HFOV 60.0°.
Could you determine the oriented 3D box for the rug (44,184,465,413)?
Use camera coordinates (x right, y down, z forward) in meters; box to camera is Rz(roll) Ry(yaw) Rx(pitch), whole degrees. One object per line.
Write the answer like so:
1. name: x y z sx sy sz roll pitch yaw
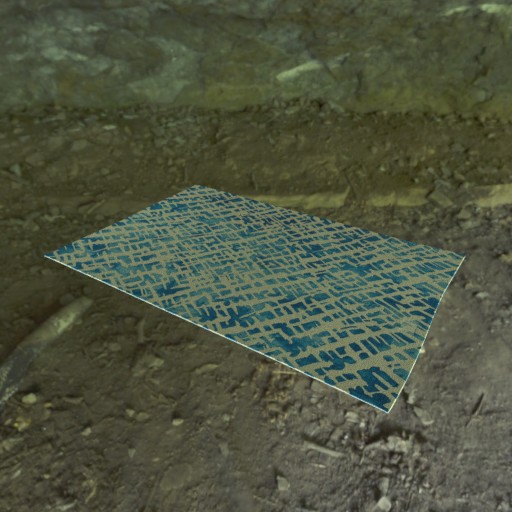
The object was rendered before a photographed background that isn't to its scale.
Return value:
1. rug: 0.000 0.000 2.293 1.830 0.011 1.209 18 35 29
